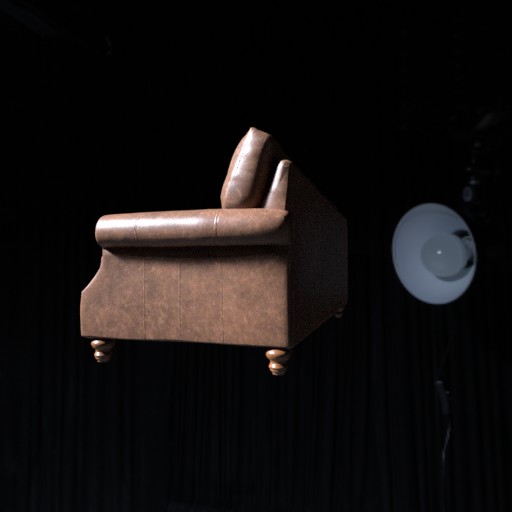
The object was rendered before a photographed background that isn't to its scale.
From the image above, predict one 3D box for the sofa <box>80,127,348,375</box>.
[{"bbox_3d":[0.000,0.000,2.849,0.973,0.977,2.351,0,-1,17],"label":"sofa"}]
